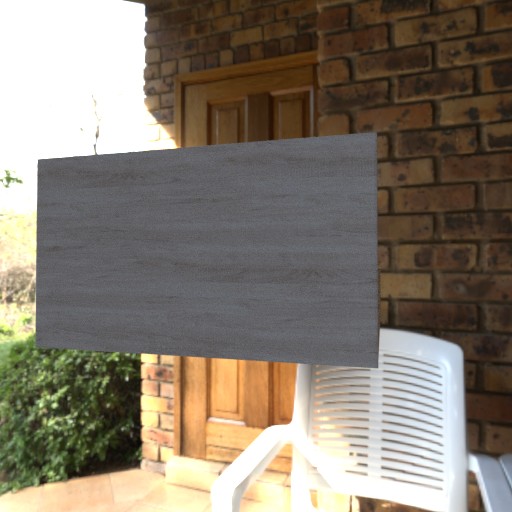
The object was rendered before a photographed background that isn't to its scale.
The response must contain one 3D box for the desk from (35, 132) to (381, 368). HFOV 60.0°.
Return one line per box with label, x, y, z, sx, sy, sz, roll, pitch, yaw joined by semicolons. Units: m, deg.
desk;0.000;0.000;2.604;1.400;0.800;1.900;0;-1;16
